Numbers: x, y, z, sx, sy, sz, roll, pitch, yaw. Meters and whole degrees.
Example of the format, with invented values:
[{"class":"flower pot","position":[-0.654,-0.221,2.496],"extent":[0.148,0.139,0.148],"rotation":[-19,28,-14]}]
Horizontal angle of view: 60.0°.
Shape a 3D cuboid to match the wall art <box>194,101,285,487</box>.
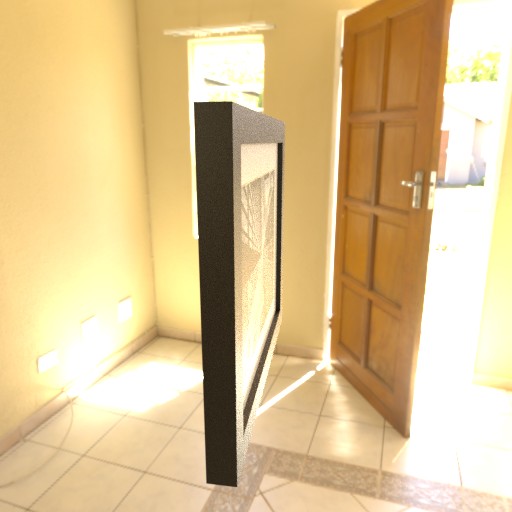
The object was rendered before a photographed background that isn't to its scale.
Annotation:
[{"class":"wall art","position":[0.000,0.000,0.533],"extent":[0.028,0.321,0.381],"rotation":[2,15,9]}]
